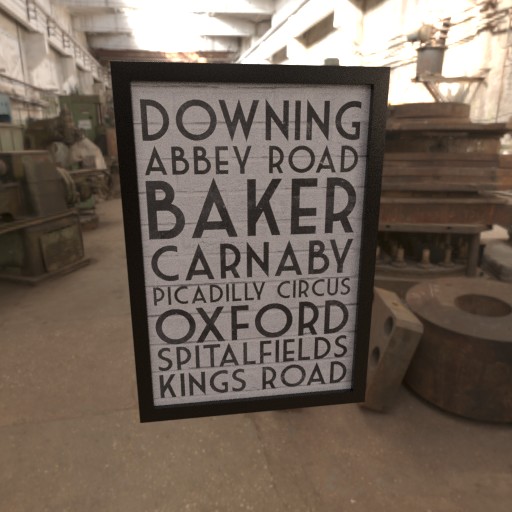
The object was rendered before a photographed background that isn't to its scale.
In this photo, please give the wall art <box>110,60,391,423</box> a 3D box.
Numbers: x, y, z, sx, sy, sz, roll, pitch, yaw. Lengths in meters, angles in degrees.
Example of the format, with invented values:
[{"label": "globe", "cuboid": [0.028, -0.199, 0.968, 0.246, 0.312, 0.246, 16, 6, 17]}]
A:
[{"label": "wall art", "cuboid": [0.000, 0.000, 0.820, 0.462, 0.656, 0.019, -2, 16, -8]}]
